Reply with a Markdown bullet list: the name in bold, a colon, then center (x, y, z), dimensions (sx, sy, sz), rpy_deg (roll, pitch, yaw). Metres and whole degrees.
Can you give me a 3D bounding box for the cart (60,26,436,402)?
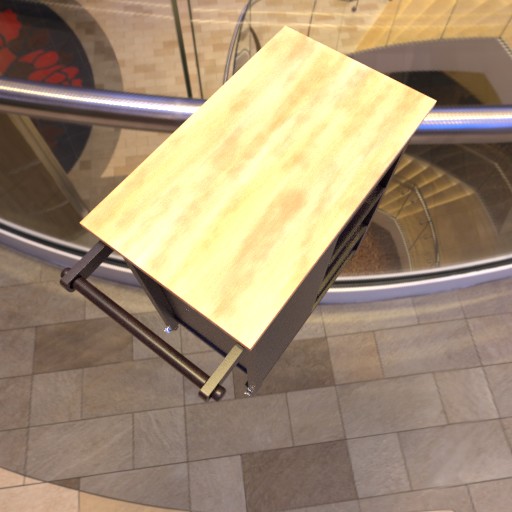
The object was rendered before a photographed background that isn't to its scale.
- **cart**: center (0.000, 0.000, 1.424), dimensions (0.472, 0.878, 0.914), rpy_deg (34, 69, 15)
